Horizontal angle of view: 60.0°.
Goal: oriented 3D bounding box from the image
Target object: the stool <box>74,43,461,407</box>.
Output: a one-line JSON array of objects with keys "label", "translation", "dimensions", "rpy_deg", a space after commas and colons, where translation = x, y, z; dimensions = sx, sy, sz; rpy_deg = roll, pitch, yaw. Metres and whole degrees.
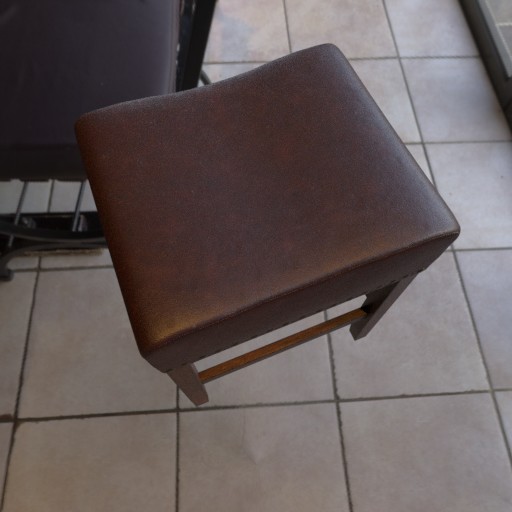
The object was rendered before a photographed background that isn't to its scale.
[{"label": "stool", "translation": [0.000, 0.000, 0.903], "dimensions": [0.465, 0.608, 0.397], "rpy_deg": [-20, 66, -9]}]
